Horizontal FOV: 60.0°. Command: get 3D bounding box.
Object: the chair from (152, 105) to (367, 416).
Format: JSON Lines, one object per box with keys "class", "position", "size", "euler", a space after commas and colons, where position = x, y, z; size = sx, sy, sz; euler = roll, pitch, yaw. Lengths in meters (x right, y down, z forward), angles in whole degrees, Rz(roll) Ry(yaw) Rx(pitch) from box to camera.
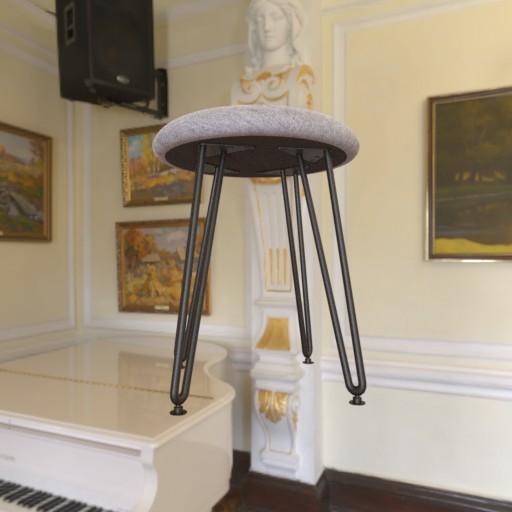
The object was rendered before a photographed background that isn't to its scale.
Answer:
{"class": "chair", "position": [0.000, 0.000, 0.676], "size": [0.350, 0.386, 0.350], "euler": [0, -1, 36]}
